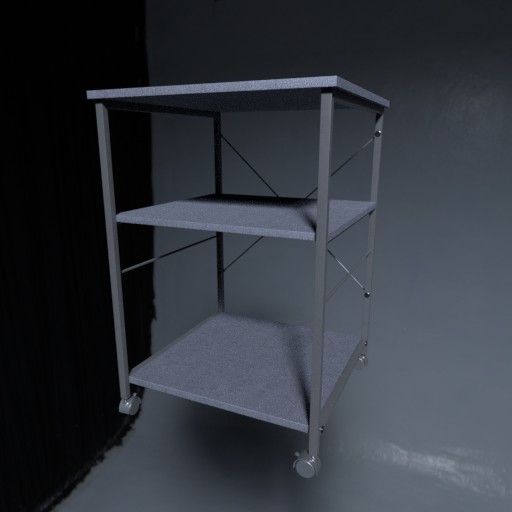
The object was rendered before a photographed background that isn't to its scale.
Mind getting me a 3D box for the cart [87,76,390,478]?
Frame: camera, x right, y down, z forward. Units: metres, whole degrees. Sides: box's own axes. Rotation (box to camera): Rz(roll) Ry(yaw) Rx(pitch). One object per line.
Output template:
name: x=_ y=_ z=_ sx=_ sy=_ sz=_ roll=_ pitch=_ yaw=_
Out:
cart: x=0.000 y=0.000 z=1.122 sx=0.521 sy=0.762 sz=0.520 roll=7 pitch=16 yaw=24
